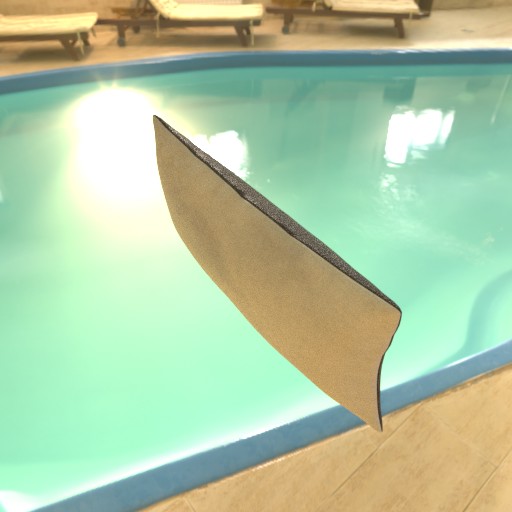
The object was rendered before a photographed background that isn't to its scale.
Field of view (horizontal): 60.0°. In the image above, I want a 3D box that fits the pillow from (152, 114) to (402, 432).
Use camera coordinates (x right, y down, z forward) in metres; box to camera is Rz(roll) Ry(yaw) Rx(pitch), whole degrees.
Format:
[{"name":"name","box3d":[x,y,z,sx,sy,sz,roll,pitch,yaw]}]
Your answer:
[{"name":"pillow","box3d":[0.000,0.000,0.753,0.156,0.305,0.608,-24,46,-25]}]
